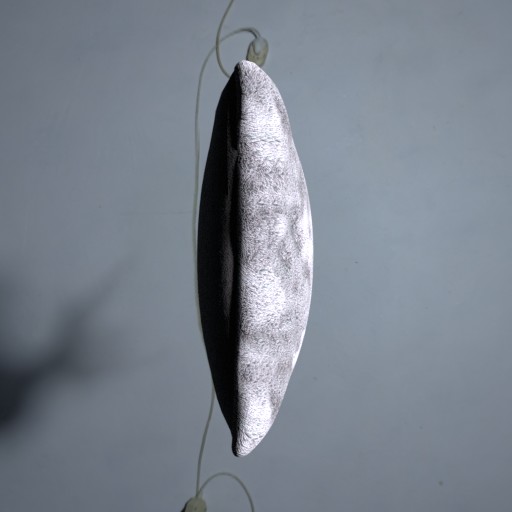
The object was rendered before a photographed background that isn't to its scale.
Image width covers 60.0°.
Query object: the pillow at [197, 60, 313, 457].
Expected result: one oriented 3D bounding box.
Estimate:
[{"bbox_3d":[0.000,0.000,0.811,0.204,0.520,0.522,0,89,1],"label":"pillow"}]
